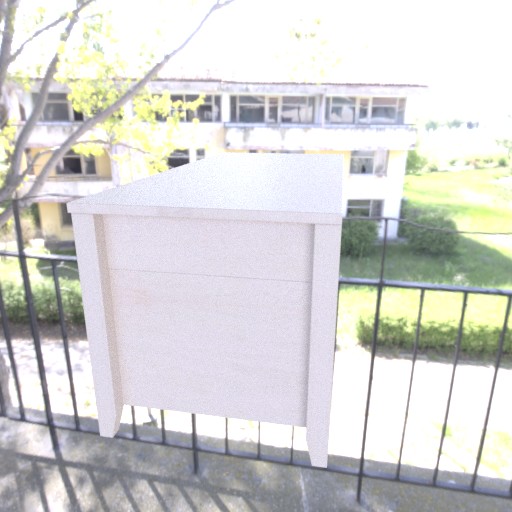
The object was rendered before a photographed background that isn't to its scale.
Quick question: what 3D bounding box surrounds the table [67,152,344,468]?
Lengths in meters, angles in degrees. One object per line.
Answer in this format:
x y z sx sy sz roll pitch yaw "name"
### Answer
0.000 0.000 1.254 0.457 0.483 1.016 3 18 10 "table"
